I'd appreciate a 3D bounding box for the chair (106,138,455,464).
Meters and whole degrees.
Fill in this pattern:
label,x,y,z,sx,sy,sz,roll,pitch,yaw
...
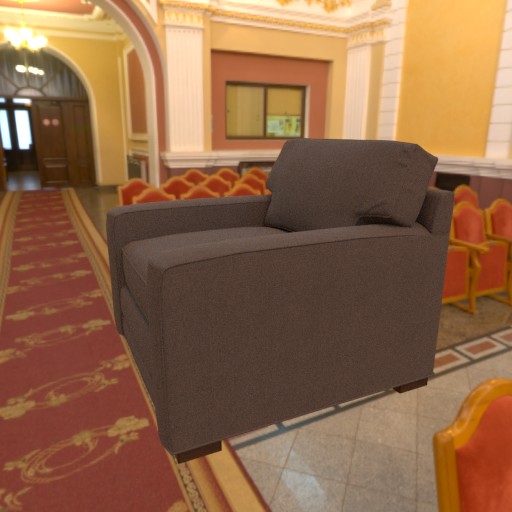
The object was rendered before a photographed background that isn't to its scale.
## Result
label,x,y,z,sx,sy,sz,roll,pitch,yaw
chair,0.000,0.000,1.794,1.043,0.913,0.997,-7,17,-24
